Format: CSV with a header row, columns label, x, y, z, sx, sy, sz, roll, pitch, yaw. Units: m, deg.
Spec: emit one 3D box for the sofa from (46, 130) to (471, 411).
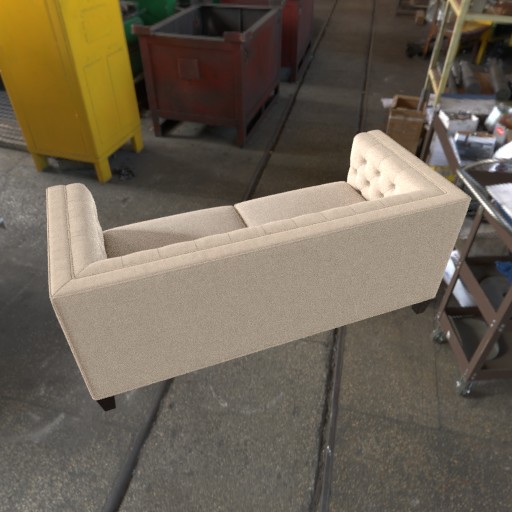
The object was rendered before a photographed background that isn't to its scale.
label,x,y,z,sx,sy,sz,roll,pitch,yaw
sofa,0.000,0.000,2.247,1.778,0.762,0.775,-14,42,-15
